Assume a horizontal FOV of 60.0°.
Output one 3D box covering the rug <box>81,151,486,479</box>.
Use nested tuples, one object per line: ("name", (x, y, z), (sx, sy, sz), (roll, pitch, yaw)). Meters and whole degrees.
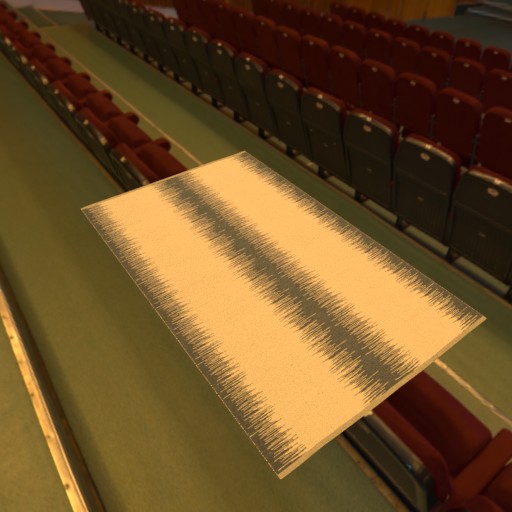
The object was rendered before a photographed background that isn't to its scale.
("rug", (0.000, 0.000, 2.961), (1.519, 0.003, 2.453), (-26, 48, -26))
